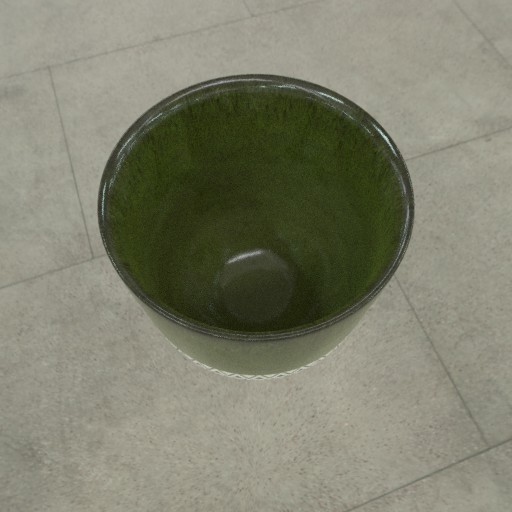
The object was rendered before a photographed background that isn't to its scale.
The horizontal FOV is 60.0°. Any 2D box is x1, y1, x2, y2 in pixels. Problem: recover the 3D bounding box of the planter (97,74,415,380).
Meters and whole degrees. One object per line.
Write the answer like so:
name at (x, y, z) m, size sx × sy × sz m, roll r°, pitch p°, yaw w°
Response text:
planter at (0.000, 0.000, 0.495) m, size 0.266 × 0.270 × 0.266 m, roll 0°, pitch 64°, yaw 0°
